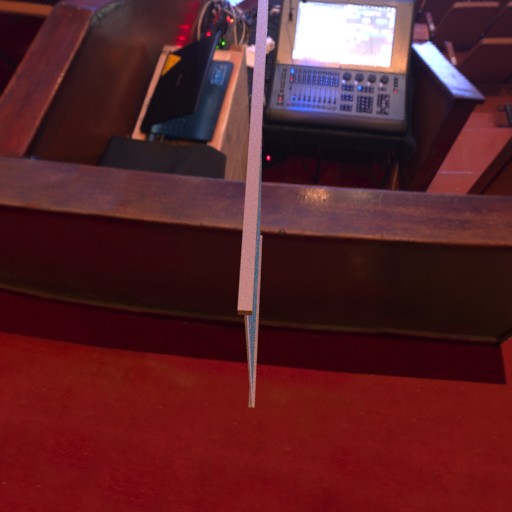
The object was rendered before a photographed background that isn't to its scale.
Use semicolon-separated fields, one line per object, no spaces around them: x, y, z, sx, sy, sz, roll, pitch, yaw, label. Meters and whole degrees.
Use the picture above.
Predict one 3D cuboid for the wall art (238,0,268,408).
0.000;0.000;1.804;0.030;1.519;0.990;2;64;1;wall art
